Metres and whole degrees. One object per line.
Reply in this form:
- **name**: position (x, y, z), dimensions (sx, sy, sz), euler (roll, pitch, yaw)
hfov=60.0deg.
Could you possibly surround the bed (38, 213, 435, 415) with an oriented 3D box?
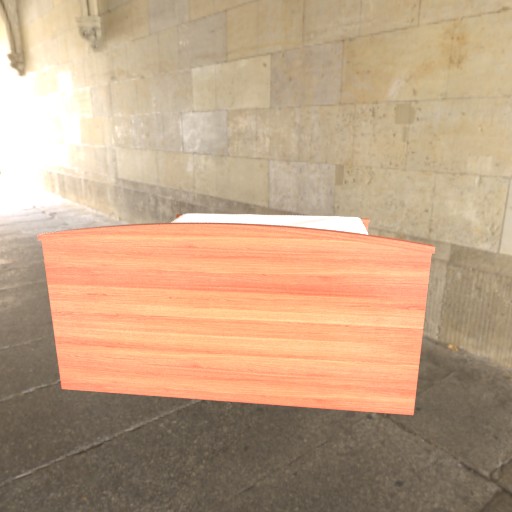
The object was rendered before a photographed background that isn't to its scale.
- **bed**: position (0.000, 0.000, 2.929), dimensions (1.683, 0.848, 2.053), euler (2, 16, 7)
